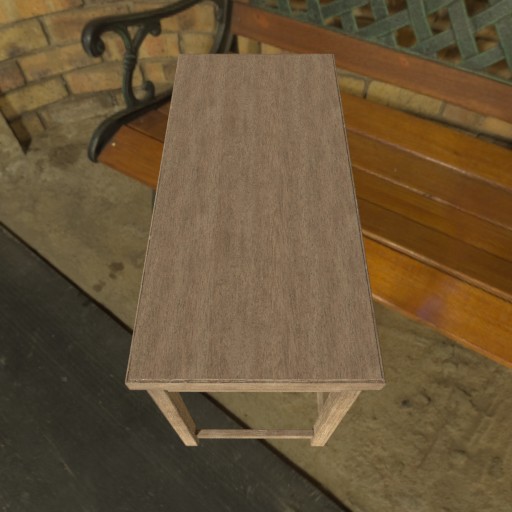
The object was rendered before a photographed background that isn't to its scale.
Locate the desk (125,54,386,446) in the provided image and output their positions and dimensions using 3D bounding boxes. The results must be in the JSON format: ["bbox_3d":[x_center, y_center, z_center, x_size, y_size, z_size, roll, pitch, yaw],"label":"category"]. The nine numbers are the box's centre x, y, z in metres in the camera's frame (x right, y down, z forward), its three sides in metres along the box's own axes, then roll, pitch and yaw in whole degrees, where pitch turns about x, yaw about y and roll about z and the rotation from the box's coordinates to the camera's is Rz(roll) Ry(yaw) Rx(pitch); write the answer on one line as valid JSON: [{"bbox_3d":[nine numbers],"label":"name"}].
[{"bbox_3d":[0.000,0.000,1.755,0.610,0.912,1.289,0,57,0],"label":"desk"}]
